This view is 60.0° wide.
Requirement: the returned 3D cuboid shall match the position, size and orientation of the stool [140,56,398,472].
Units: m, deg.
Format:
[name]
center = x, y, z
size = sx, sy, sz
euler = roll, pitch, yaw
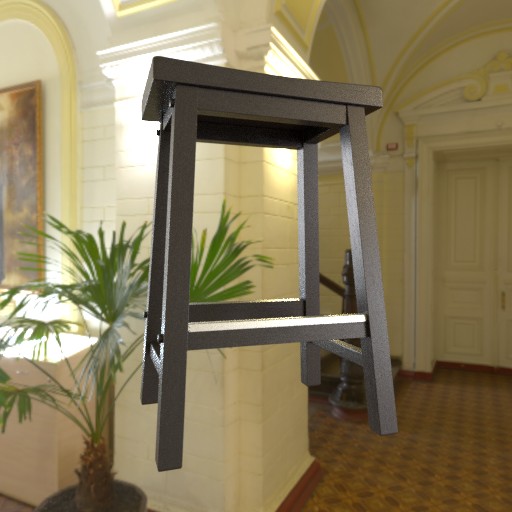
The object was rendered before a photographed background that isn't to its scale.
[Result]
[stool]
center = 0.000, 0.000, 0.843
size = 0.406, 0.610, 0.322
euler = 0, 1, -19
